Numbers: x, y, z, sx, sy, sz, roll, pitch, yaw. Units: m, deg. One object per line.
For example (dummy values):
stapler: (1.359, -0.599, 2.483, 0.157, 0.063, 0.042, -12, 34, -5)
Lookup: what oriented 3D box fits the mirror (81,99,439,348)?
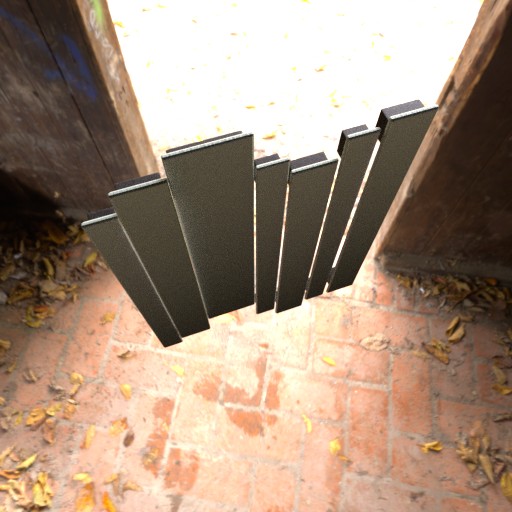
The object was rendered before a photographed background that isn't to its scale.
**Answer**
mirror: (0.000, 0.000, 0.771, 0.445, 0.611, 0.058, -17, 64, -9)
